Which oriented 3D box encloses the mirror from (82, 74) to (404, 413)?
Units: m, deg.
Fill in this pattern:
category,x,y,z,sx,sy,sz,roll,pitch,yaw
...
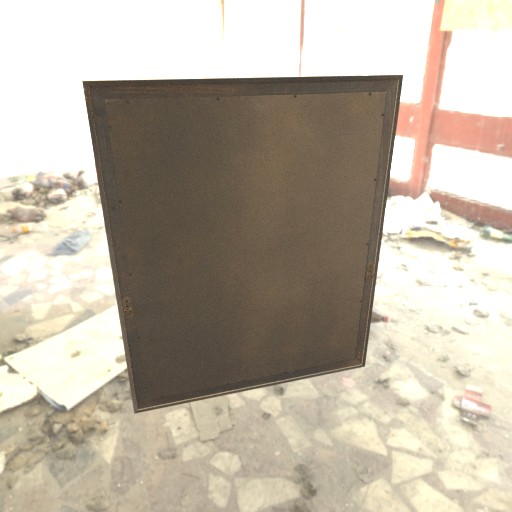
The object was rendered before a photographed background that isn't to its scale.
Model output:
category,x,y,z,sx,sy,sz,roll,pitch,yaw
mirror,0.000,0.000,1.177,0.730,0.882,0.032,-7,26,-15
